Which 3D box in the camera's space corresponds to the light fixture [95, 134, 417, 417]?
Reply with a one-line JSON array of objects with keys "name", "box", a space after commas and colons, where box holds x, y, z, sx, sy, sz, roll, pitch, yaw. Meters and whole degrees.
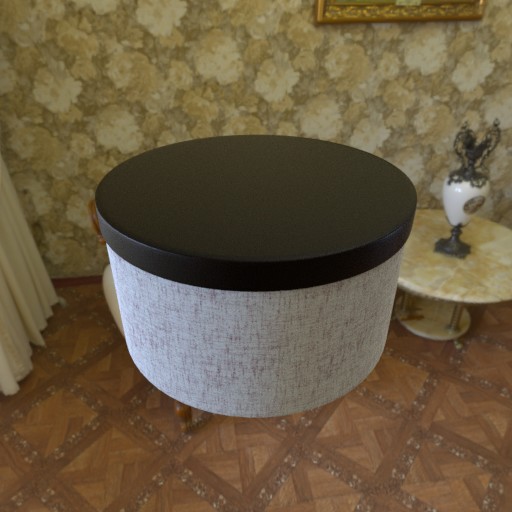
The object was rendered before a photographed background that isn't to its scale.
[{"name": "light fixture", "box": [0.000, 0.000, 0.618, 0.389, 0.229, 0.389, 0, 32, 0]}]
